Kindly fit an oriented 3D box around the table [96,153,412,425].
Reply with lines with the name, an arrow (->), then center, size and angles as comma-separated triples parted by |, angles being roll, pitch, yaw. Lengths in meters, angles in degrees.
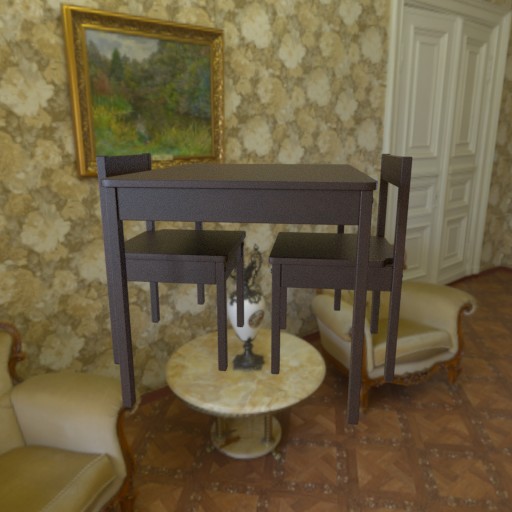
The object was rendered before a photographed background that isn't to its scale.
table -> 0.000, 0.000, 1.127 | 0.672, 0.503, 0.650 | 2, 14, 7
